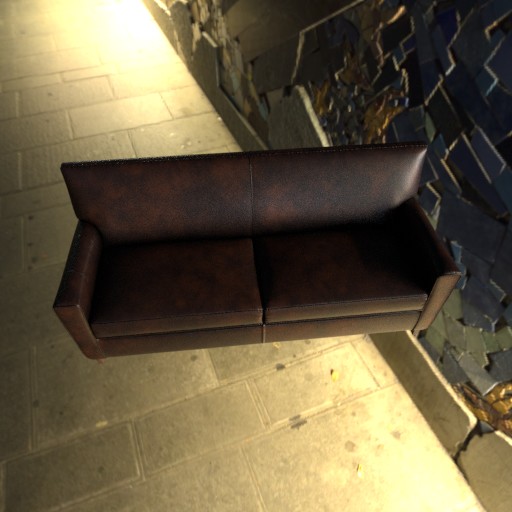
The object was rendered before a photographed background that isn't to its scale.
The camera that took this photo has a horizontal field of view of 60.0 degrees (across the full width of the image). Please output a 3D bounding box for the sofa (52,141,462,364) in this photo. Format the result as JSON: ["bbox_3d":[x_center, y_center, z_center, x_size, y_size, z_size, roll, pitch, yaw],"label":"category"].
[{"bbox_3d":[0.000,0.000,2.468,1.995,0.871,0.786,-4,47,-4],"label":"sofa"}]
